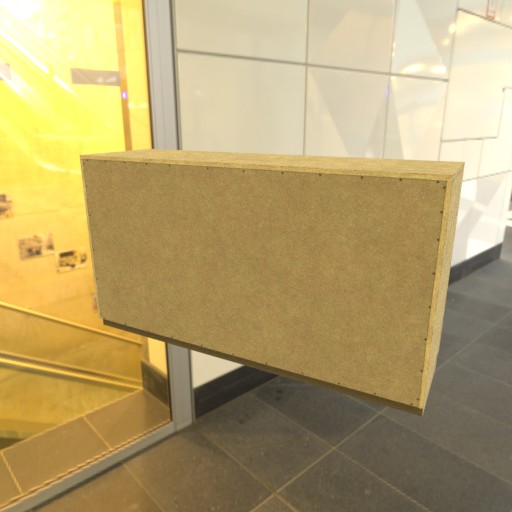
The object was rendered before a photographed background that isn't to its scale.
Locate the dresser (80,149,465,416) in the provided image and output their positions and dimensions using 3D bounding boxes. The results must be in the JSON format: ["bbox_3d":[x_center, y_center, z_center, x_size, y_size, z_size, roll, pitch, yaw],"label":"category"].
[{"bbox_3d":[0.000,0.000,2.057,1.628,0.889,0.483,9,20,27],"label":"dresser"}]
